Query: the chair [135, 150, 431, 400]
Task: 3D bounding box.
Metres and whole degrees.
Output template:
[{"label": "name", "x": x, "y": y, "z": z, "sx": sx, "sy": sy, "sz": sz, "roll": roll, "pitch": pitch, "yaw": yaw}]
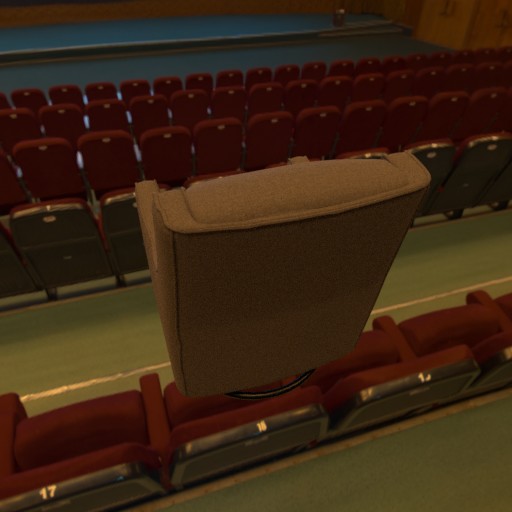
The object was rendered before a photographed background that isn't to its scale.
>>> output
[{"label": "chair", "x": 0.000, "y": 0.000, "z": 1.586, "sx": 0.732, "sy": 0.993, "sz": 0.879, "roll": -12, "pitch": 41, "yaw": -14}]
